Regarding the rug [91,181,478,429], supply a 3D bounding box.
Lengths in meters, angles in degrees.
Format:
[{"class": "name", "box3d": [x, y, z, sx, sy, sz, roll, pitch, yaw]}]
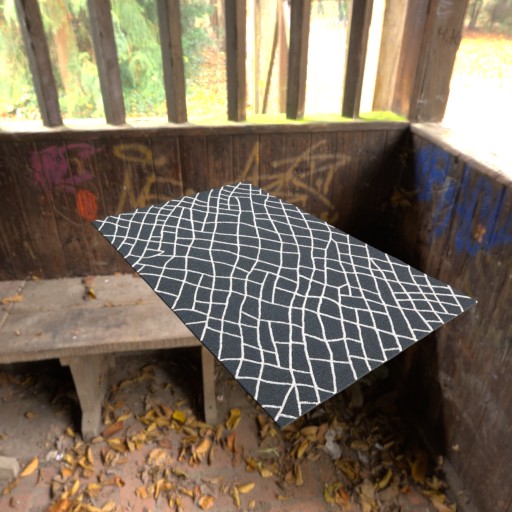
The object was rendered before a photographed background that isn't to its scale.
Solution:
[{"class": "rug", "box3d": [0.000, 0.000, 3.125, 1.529, 0.017, 2.448, -21, 37, -30]}]
